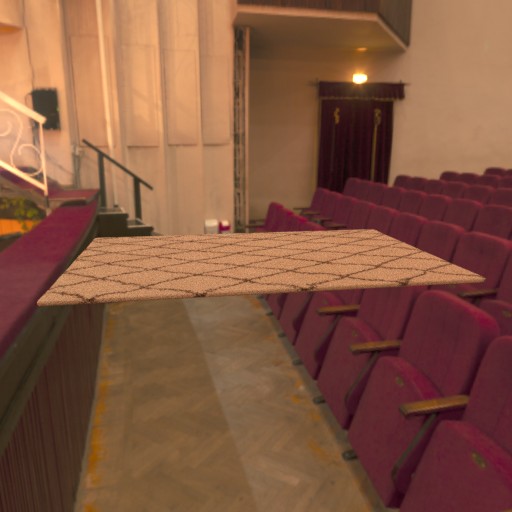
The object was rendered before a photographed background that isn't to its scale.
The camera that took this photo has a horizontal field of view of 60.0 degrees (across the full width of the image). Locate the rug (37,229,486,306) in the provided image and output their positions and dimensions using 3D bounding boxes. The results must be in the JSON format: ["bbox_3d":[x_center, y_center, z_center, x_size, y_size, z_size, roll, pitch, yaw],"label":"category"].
[{"bbox_3d":[0.000,0.000,3.497,2.743,0.030,1.778,-2,14,-9],"label":"rug"}]
